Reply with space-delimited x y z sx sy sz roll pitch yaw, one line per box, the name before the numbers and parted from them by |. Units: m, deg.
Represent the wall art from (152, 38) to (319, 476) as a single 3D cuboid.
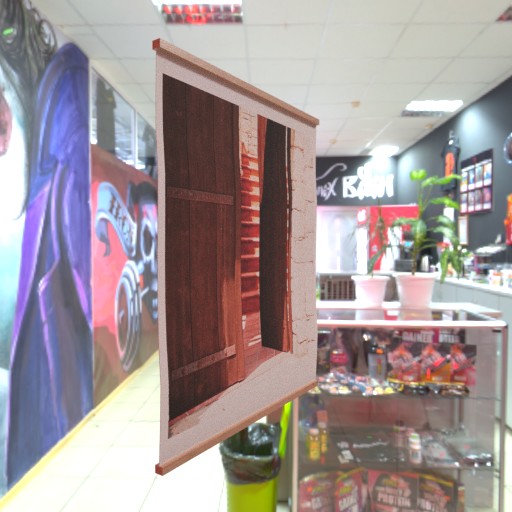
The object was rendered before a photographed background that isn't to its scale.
wall art | 0.000 0.000 0.684 0.013 0.508 0.406 1 2 34
